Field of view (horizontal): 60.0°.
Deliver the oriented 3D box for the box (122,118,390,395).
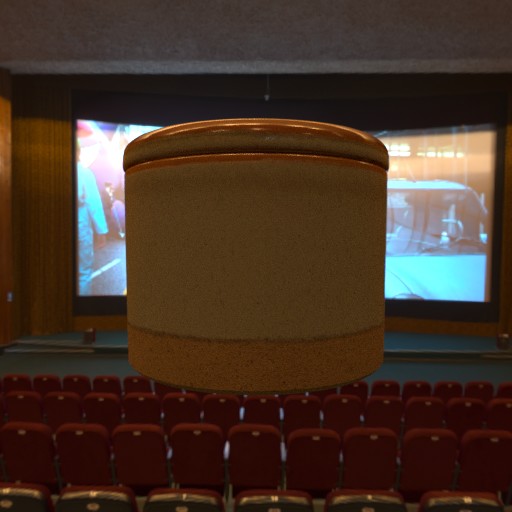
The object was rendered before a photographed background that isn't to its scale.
[{"bbox_3d":[0.000,0.000,0.214,0.123,0.100,0.123,0,1,0],"label":"box"}]
